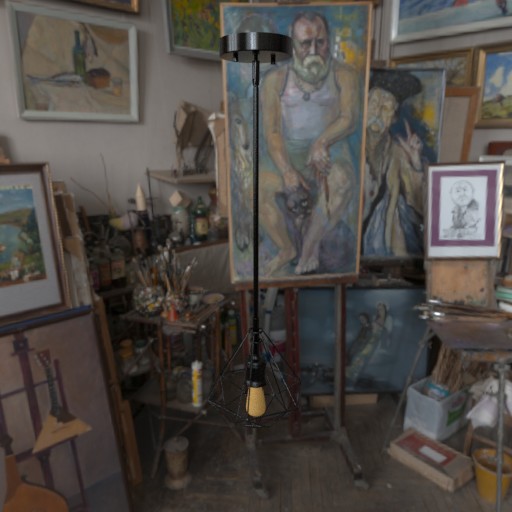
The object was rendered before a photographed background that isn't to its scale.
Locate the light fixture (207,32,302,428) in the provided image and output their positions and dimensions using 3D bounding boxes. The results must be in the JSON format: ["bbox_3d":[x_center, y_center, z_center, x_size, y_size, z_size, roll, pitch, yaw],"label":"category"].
[{"bbox_3d":[0.000,0.000,1.982,0.431,1.764,0.487,2,15,9],"label":"light fixture"}]
